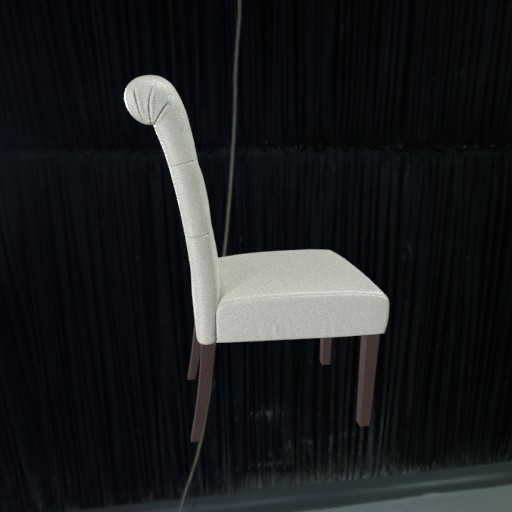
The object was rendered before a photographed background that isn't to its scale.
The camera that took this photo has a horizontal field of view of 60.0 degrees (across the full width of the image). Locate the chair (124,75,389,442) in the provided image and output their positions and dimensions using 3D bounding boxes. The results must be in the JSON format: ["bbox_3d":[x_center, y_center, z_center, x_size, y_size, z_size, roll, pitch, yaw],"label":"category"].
[{"bbox_3d":[0.000,0.000,1.358,0.671,1.006,0.456,-3,17,-10],"label":"chair"}]
